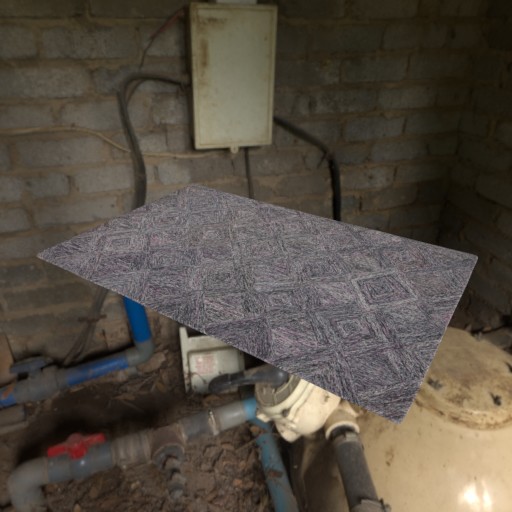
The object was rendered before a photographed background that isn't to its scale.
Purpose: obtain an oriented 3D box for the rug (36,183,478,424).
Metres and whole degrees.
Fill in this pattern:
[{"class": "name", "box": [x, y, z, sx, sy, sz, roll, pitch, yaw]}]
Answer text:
[{"class": "rug", "box": [0.000, 0.000, 2.085, 1.752, 0.013, 1.158, 18, 34, 29]}]
